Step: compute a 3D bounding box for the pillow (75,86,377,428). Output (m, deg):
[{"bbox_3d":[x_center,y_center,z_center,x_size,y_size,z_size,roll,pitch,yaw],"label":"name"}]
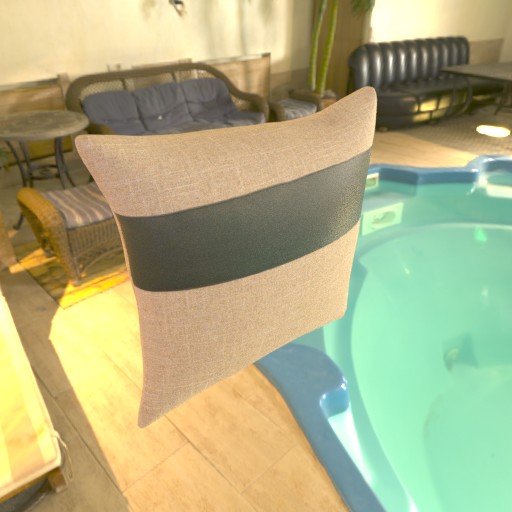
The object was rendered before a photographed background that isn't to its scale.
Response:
[{"bbox_3d":[0.000,0.000,0.609,0.414,0.399,0.173,-21,37,-32],"label":"pillow"}]
